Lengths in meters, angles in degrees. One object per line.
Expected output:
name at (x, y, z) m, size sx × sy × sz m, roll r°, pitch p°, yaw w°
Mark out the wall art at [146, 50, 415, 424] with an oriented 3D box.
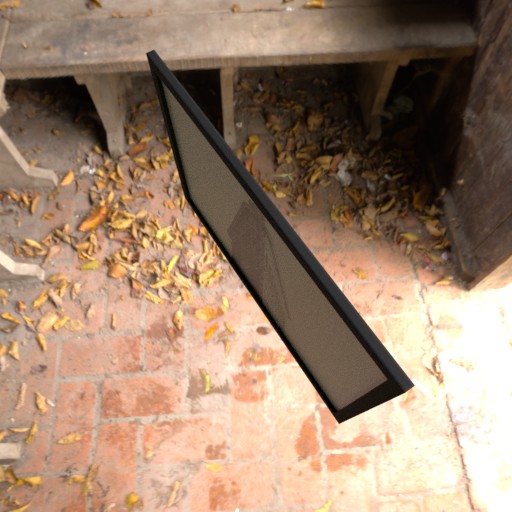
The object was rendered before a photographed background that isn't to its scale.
wall art at (0.000, 0.000, 1.217) m, size 0.026 × 0.656 × 0.958 m, roll -30°, pitch 69°, yaw -13°
